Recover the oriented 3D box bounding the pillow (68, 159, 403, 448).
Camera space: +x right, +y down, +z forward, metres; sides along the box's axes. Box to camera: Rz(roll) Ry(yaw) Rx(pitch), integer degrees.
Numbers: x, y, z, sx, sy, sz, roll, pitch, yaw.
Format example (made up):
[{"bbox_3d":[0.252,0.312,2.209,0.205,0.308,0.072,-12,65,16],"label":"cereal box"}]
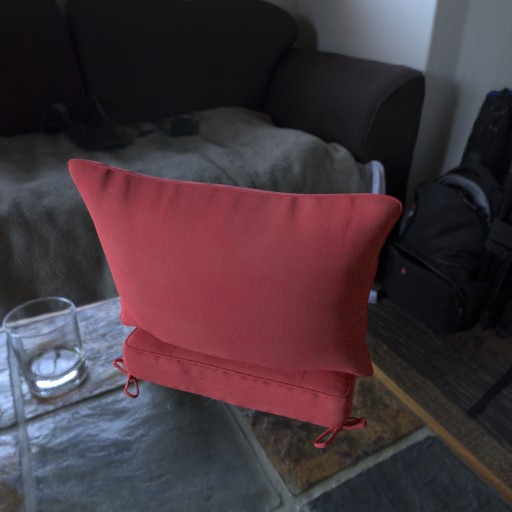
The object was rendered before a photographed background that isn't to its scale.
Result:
[{"bbox_3d":[0.000,0.000,1.361,0.798,0.725,0.733,9,32,15],"label":"pillow"}]
